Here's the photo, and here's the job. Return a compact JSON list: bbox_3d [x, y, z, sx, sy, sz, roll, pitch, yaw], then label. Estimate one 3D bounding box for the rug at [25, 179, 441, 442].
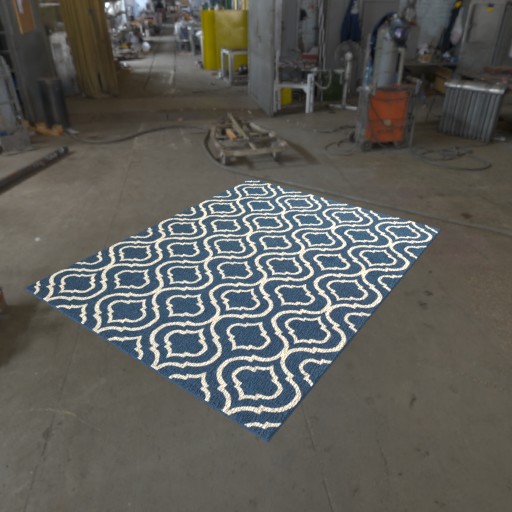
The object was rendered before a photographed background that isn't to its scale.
[{"bbox_3d":[0.000,0.000,3.801,2.270,0.020,2.881,21,36,31],"label":"rug"}]
